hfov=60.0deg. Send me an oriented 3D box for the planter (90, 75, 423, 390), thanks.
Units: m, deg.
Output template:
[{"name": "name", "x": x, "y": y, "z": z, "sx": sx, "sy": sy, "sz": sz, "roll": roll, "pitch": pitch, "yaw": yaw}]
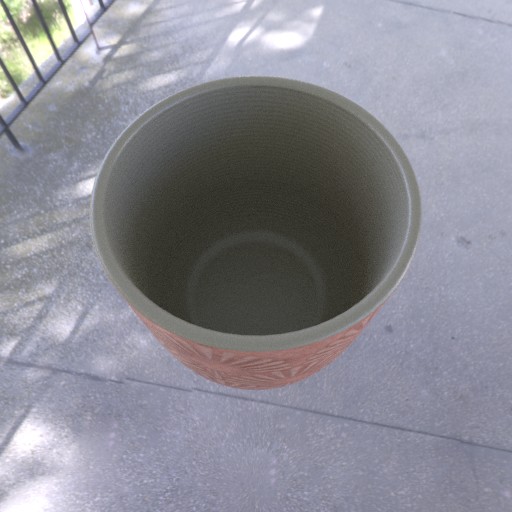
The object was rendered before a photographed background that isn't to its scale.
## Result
[{"name": "planter", "x": 0.000, "y": 0.000, "z": 0.214, "sx": 0.124, "sy": 0.109, "sz": 0.124, "roll": 0, "pitch": 62, "yaw": 0}]
